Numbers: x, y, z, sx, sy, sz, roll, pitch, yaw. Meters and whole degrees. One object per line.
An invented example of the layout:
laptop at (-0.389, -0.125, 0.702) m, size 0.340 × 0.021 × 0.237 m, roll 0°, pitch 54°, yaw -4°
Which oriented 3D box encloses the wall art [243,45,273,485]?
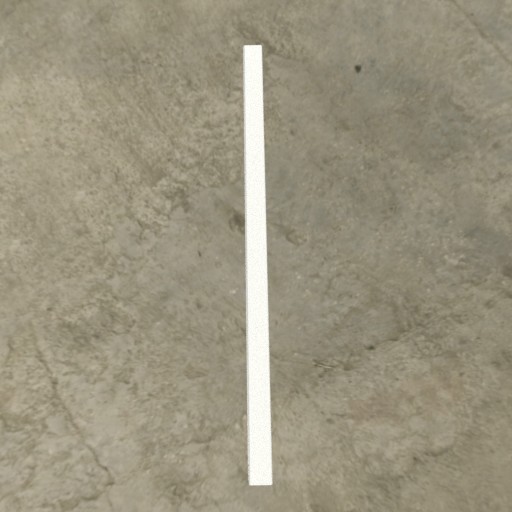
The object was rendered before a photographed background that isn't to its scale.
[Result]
wall art at (0.000, 0.000, 0.875) m, size 0.036 × 0.256 × 0.766 m, roll -1°, pitch 75°, yaw 0°
